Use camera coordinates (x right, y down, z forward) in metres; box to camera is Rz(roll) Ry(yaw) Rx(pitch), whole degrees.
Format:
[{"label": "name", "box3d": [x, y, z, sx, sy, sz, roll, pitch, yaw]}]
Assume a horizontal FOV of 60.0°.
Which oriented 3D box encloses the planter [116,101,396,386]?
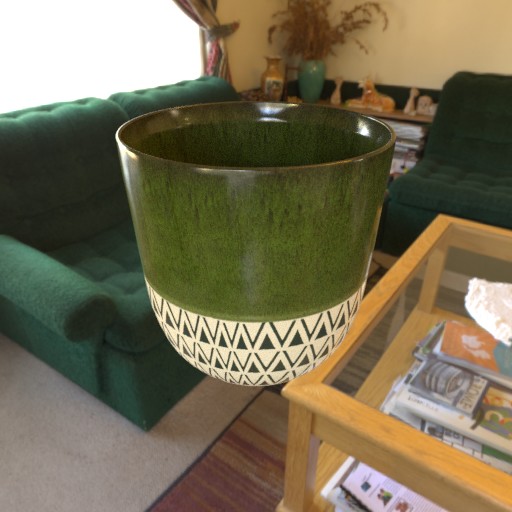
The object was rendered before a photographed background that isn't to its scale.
[{"label": "planter", "box3d": [0.000, 0.000, 0.467, 0.245, 0.270, 0.245, 0, 29, 0]}]
